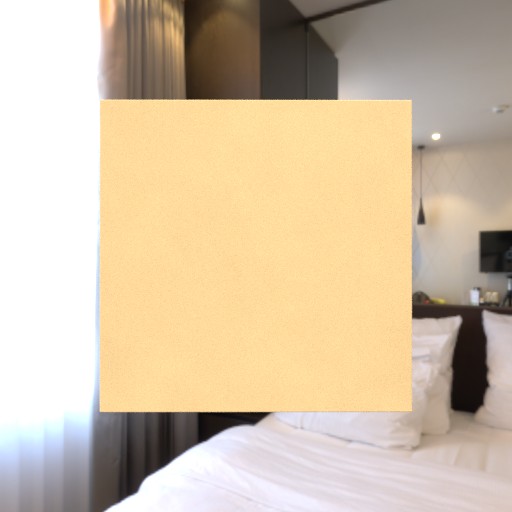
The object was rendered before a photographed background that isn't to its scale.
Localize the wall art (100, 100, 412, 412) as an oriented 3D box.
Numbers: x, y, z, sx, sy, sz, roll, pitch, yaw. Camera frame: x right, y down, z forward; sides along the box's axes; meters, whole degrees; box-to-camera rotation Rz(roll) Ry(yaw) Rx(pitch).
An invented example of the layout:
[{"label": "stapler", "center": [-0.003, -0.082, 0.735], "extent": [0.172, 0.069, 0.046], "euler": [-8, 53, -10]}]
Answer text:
[{"label": "wall art", "center": [0.000, 0.000, 0.451], "extent": [0.305, 0.305, 0.038], "euler": [0, 0, 0]}]
